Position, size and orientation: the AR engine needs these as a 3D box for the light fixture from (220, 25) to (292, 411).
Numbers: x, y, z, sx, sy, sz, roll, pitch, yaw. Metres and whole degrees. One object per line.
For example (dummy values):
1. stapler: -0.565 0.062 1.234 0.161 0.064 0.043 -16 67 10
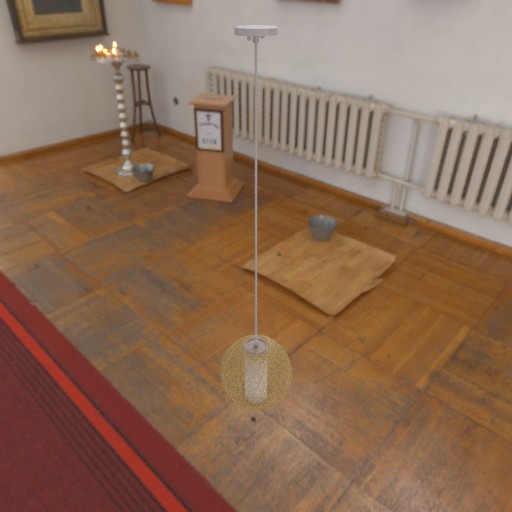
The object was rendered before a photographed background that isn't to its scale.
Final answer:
1. light fixture: 0.000 0.000 2.124 0.406 1.955 0.407 -1 32 -1
